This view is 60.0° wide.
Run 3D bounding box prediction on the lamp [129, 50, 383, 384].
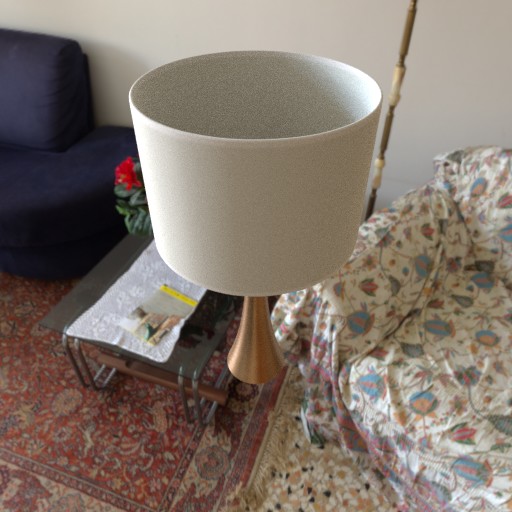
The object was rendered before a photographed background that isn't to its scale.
[{"bbox_3d":[0.000,0.000,0.631,0.268,0.479,0.268,-11,41,-12],"label":"lamp"}]
